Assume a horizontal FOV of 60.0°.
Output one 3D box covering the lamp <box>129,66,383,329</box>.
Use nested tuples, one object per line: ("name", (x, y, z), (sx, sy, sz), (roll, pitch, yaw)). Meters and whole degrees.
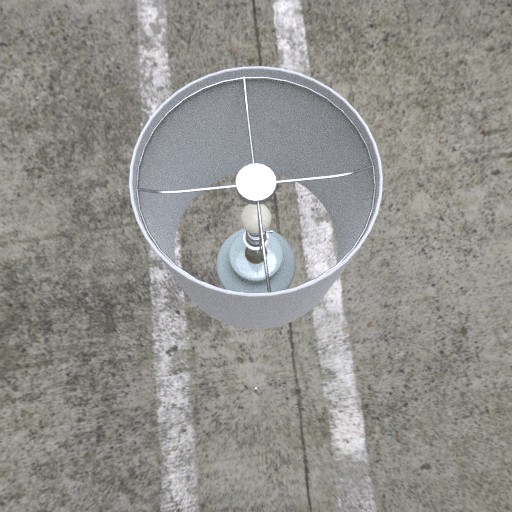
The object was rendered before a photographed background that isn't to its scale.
("lamp", (0.000, 0.000, 0.606), (0.212, 0.493, 0.212), (-6, 73, -2))
